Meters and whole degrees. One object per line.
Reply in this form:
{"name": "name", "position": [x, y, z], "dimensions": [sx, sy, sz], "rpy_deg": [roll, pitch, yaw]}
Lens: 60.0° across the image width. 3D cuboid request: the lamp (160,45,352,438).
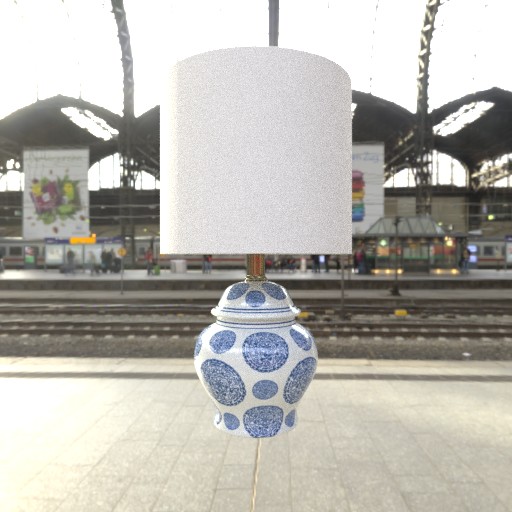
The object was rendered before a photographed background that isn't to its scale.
{"name": "lamp", "position": [0.000, 0.000, 0.508], "dimensions": [0.215, 0.381, 0.215], "rpy_deg": [0, 0, 0]}
